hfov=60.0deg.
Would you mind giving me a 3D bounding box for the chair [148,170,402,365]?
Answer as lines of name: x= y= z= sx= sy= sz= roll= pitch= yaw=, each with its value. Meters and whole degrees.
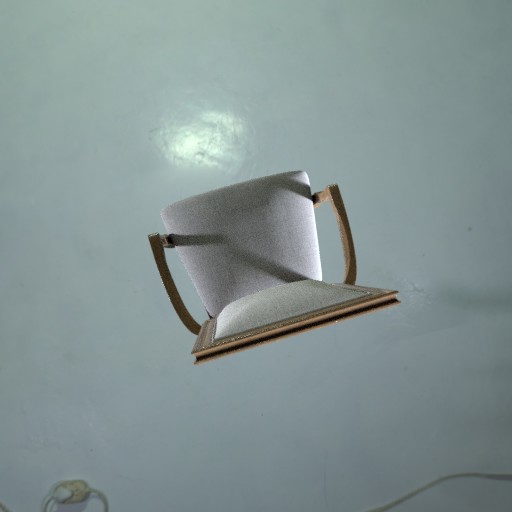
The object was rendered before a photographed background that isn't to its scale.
chair: x=0.000 y=0.000 z=1.397 sx=0.606 sy=0.990 sz=0.602 roll=-16 pitch=75 yaw=-4
